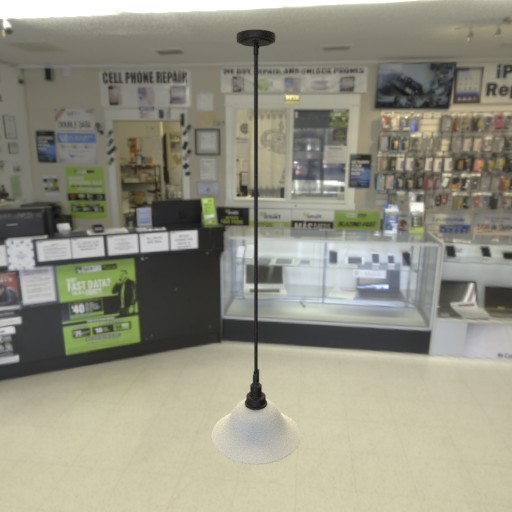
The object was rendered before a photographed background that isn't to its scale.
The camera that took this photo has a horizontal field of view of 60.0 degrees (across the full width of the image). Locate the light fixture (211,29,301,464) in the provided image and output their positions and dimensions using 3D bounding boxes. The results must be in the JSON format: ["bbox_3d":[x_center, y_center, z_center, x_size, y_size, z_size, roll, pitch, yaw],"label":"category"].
[{"bbox_3d":[0.000,0.000,1.458,0.324,1.337,0.324,2,14,9],"label":"light fixture"}]
